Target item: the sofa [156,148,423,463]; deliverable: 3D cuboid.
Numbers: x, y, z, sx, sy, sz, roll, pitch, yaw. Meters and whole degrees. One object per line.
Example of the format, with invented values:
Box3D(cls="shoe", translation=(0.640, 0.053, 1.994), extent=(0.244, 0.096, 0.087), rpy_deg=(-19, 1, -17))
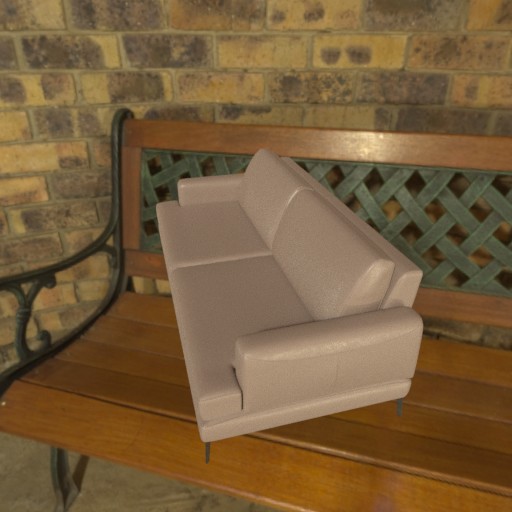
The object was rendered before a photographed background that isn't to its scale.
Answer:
Box3D(cls="sofa", translation=(0.000, 0.000, 2.494), extent=(0.974, 0.765, 1.940), rpy_deg=(-8, 30, -14))
